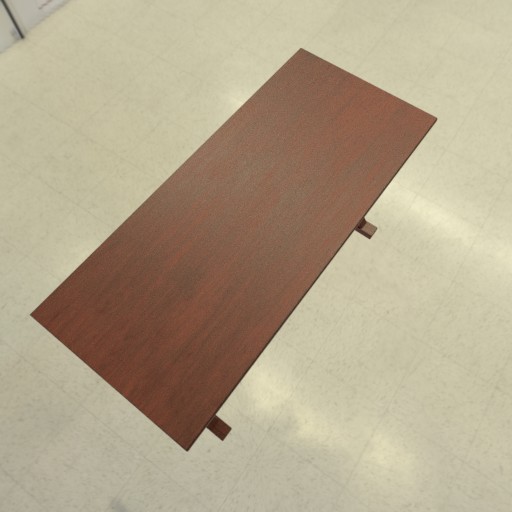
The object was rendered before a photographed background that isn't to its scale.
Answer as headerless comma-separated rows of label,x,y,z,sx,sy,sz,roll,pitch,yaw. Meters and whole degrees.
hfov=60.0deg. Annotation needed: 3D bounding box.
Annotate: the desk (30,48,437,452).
desk,0.000,0.000,1.775,0.600,0.761,1.372,34,69,15
